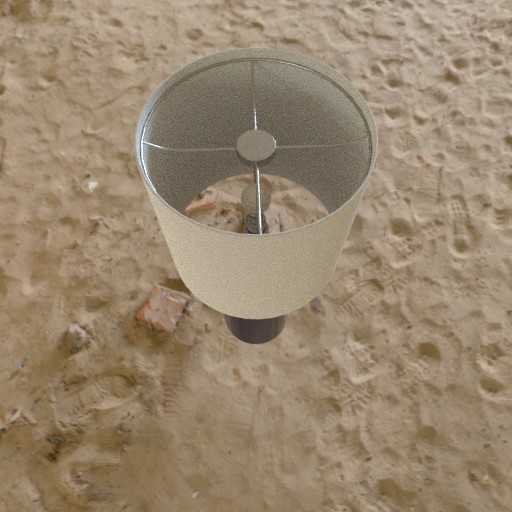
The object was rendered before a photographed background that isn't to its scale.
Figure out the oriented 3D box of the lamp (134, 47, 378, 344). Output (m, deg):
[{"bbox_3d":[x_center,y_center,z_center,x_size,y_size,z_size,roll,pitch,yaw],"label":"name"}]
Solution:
[{"bbox_3d":[0.000,0.000,0.607,0.212,0.493,0.212,-2,64,-1],"label":"lamp"}]
